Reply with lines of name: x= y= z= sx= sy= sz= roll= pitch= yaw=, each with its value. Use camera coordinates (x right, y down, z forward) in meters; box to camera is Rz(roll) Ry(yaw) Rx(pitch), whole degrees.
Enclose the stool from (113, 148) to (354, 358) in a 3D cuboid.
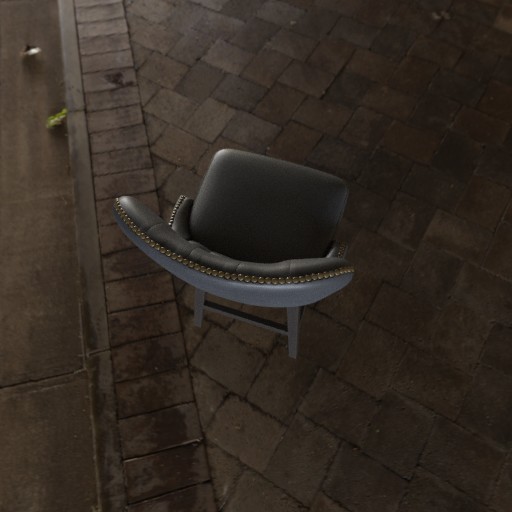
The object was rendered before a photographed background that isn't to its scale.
stool: x=0.000 y=0.000 z=1.380 sx=0.528 sy=0.971 sz=0.593 roll=17 pitch=65 yaw=8
